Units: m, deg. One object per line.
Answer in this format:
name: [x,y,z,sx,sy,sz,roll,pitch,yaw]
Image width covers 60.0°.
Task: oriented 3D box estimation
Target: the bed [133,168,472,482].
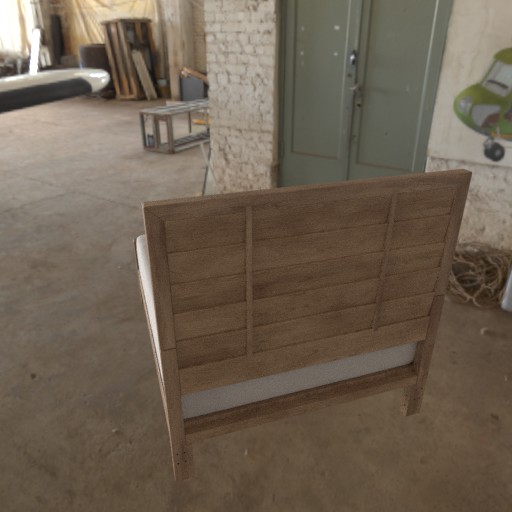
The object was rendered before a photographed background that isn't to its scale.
bed: [0.000,0.000,3.201,1.615,1.631,2.017,-8,28,-16]
